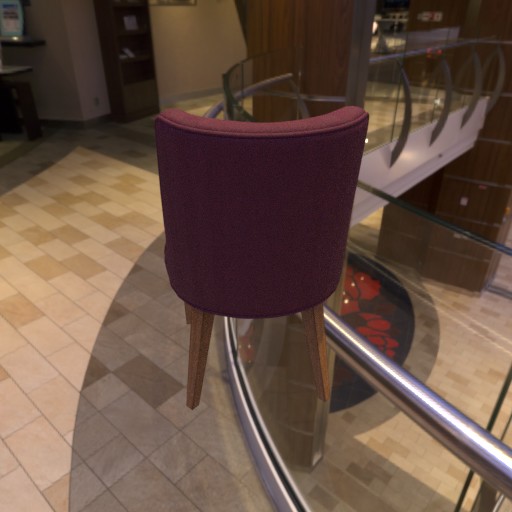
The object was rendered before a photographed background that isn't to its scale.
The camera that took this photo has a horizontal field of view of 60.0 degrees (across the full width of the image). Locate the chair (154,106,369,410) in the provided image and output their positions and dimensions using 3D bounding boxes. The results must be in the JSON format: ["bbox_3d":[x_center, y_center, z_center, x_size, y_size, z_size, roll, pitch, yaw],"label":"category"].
[{"bbox_3d":[0.000,0.000,1.287,0.548,0.916,0.638,-2,30,-4],"label":"chair"}]
